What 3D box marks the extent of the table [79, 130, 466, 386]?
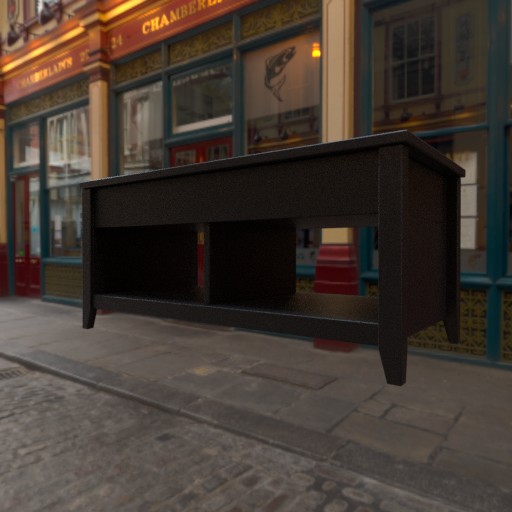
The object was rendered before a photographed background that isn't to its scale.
[{"bbox_3d":[0.000,0.000,1.277,1.016,0.457,0.483,1,1,36],"label":"table"}]
